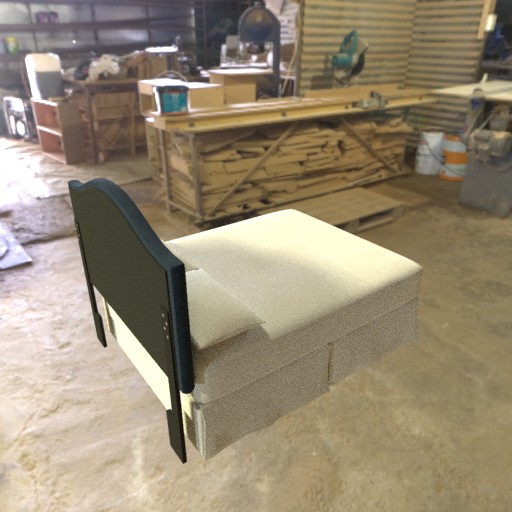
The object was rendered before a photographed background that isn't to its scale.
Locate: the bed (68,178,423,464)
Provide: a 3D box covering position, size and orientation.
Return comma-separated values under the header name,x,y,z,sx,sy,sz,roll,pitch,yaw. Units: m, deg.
name,x,y,z,sx,sy,sz,roll,pitch,yaw
bed,0.000,0.000,3.374,2.153,1.518,1.713,-18,32,-32
